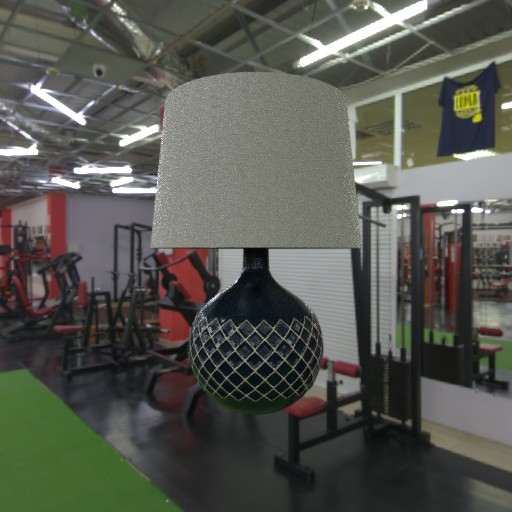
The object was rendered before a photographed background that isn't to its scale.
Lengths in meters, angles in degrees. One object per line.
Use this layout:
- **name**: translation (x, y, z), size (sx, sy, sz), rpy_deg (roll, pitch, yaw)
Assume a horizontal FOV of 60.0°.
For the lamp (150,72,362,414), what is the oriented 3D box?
- **lamp**: translation (0.000, 0.000, 0.810), size (0.376, 0.540, 0.376), rpy_deg (0, 1, 0)
